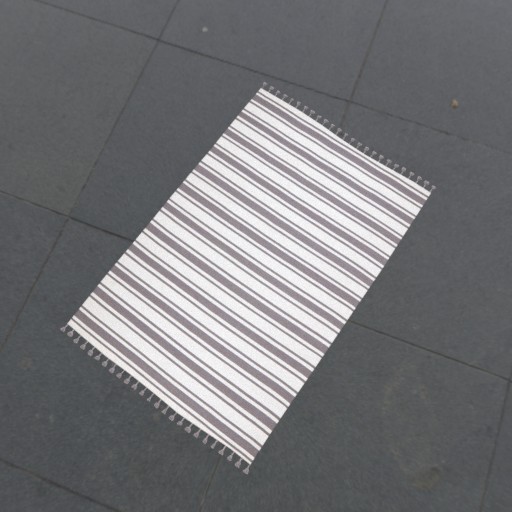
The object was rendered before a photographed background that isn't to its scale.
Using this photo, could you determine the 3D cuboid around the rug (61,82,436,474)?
[{"bbox_3d":[0.000,0.000,3.147,1.563,0.014,2.425,35,78,9],"label":"rug"}]
